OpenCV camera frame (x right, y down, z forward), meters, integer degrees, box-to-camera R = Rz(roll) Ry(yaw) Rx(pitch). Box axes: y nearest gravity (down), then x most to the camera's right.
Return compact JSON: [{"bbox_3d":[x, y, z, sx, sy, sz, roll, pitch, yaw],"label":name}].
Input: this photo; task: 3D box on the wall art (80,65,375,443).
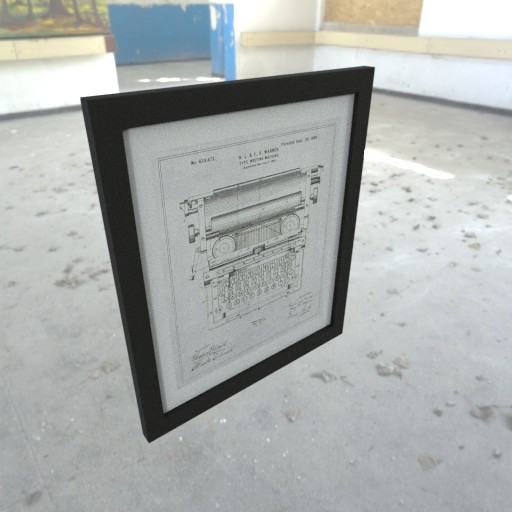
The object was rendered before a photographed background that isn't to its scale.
[{"bbox_3d":[0.000,0.000,0.679,0.432,0.508,0.021,-21,36,-32],"label":"wall art"}]
